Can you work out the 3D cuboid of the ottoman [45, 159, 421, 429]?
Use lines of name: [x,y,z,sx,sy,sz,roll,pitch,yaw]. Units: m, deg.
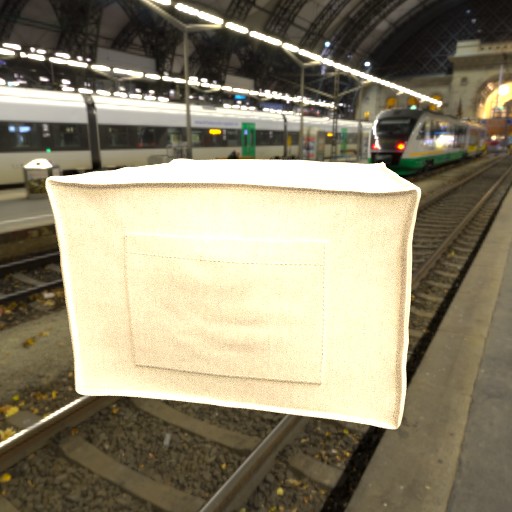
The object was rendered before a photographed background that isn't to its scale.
ottoman: [0.000,0.000,1.132,0.707,0.470,0.696,3,15,10]
